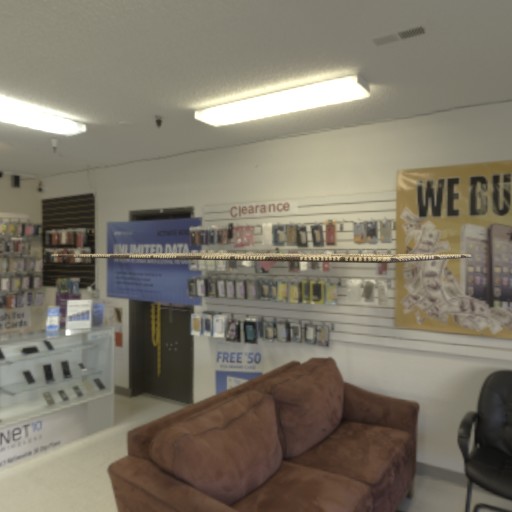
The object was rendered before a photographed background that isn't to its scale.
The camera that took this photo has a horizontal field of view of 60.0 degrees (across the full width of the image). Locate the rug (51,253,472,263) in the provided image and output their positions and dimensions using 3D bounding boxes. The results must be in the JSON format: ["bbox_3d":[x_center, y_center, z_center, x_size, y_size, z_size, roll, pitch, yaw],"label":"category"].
[{"bbox_3d":[0.000,0.000,2.304,1.833,0.016,1.210,1,1,36],"label":"rug"}]
